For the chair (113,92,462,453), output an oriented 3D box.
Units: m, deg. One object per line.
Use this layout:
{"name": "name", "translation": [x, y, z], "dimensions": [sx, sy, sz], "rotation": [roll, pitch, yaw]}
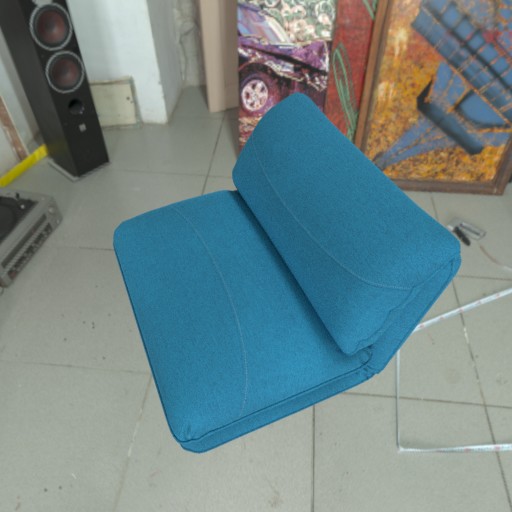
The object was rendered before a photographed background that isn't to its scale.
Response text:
{"name": "chair", "translation": [0.000, 0.000, 1.338], "dimensions": [0.780, 0.580, 0.820], "rotation": [-18, 50, -16]}
